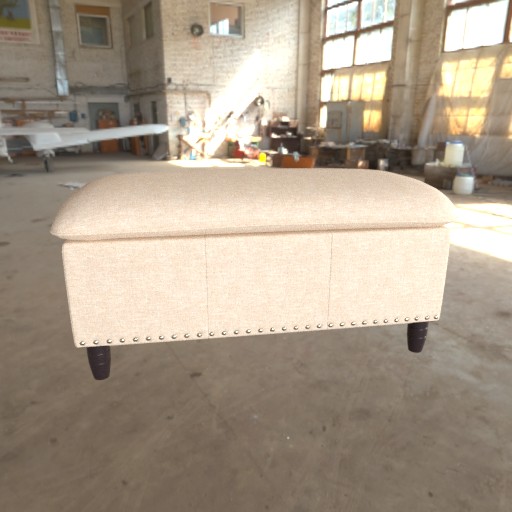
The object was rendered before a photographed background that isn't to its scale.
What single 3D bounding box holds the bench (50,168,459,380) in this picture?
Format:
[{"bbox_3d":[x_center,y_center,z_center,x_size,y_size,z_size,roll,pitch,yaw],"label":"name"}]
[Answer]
[{"bbox_3d":[0.000,0.000,1.273,0.991,0.483,0.483,-3,17,-9],"label":"bench"}]
